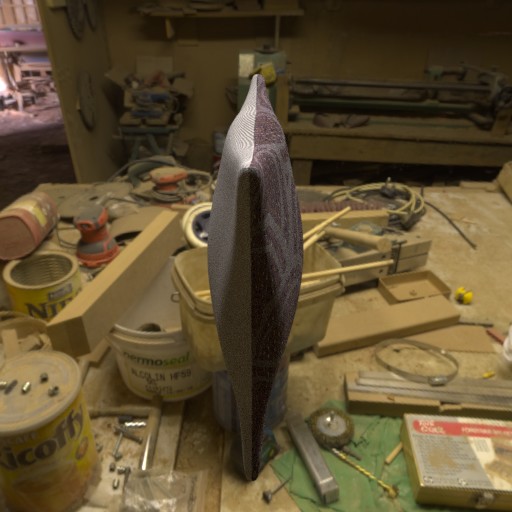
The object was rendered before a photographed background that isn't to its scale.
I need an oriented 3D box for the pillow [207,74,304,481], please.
[{"bbox_3d":[0.000,0.000,0.773,0.163,0.513,0.514,1,32,1],"label":"pillow"}]
